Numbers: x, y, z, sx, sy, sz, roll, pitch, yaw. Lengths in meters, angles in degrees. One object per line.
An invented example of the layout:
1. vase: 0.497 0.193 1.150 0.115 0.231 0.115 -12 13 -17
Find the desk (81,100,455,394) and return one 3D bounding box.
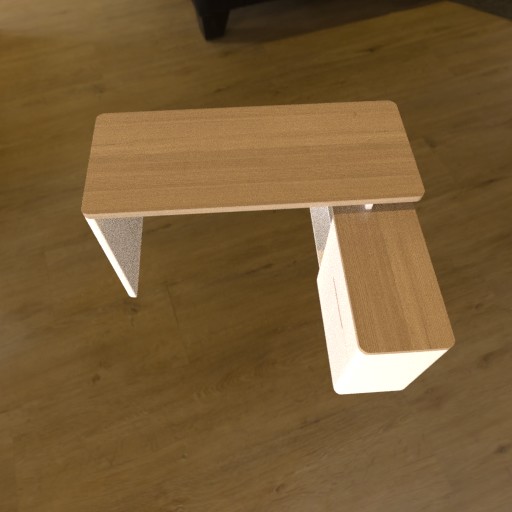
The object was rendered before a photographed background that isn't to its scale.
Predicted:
1. desk: 0.000 0.000 2.111 1.400 0.770 1.175 -3 59 -2
